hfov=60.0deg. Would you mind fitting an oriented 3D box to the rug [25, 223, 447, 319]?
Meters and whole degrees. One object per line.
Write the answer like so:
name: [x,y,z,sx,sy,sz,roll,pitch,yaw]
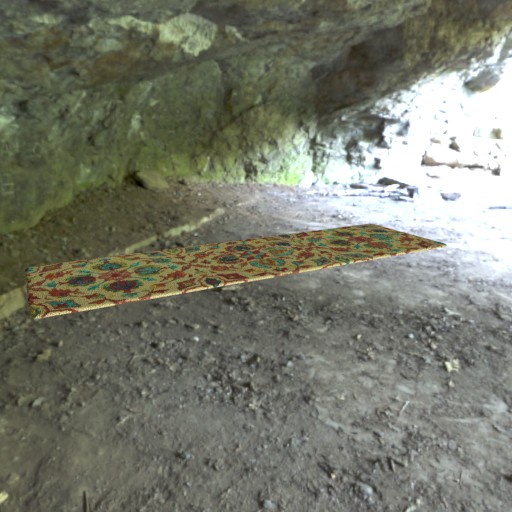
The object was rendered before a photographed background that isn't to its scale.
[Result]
rug: [0.000,0.000,2.454,2.273,0.016,0.693,-8,18,-27]
